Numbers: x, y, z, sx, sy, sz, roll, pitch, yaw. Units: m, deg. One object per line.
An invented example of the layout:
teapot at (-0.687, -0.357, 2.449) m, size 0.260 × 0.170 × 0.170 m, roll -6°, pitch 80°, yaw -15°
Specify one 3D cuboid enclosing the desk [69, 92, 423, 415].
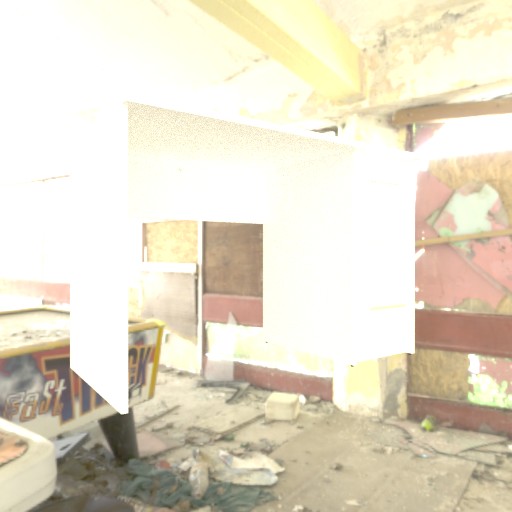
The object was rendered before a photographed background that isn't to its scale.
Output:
desk at (0.000, 0.000, 1.531) m, size 1.097 × 0.735 × 0.560 m, roll 0°, pitch 0°, yaw -35°
